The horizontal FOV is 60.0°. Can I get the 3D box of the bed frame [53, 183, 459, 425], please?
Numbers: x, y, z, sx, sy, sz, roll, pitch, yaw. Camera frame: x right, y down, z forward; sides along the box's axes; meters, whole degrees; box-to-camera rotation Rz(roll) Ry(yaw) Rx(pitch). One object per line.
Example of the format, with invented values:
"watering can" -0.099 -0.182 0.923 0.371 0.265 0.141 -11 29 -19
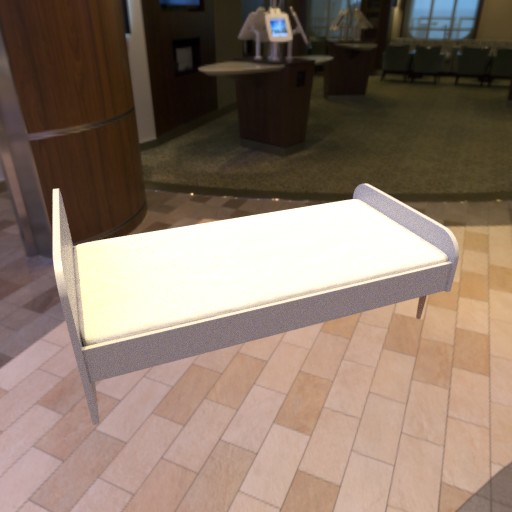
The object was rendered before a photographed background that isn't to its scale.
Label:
"bed frame" 0.000 0.000 2.501 1.963 0.805 0.998 -11 31 -19
